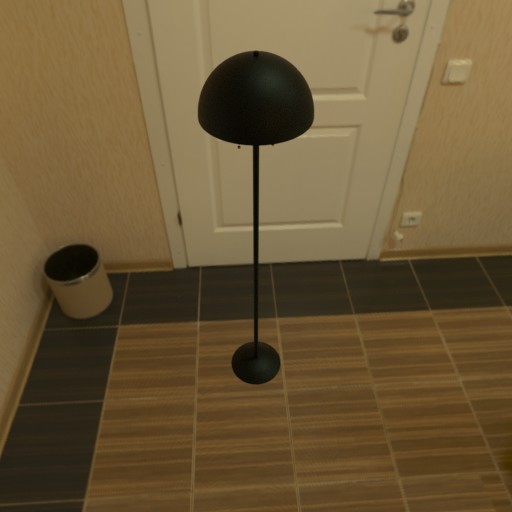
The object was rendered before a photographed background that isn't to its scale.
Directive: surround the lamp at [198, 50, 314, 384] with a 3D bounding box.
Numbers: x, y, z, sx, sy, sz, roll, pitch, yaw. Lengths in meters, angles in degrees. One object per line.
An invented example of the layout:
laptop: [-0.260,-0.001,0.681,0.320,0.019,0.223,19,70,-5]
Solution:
lamp: [0.000,0.000,1.656,0.328,1.480,0.328,-24,50,-22]
